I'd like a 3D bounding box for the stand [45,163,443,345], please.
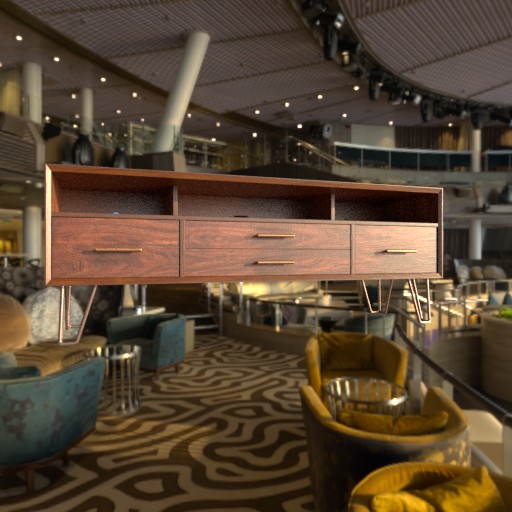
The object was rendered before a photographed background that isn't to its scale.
[{"bbox_3d":[0.000,0.000,1.934,1.626,0.610,0.481,0,0,-19],"label":"stand"}]
